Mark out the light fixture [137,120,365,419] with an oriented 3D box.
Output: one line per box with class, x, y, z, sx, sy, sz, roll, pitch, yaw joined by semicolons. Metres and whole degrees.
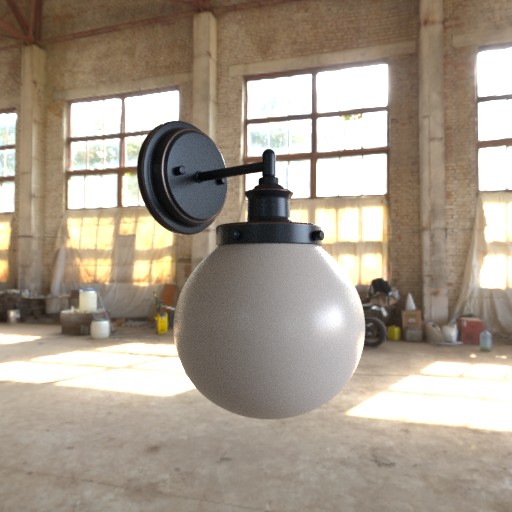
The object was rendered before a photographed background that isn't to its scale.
light fixture;0.000;0.000;0.478;0.230;0.332;0.197;-1;-2;37
